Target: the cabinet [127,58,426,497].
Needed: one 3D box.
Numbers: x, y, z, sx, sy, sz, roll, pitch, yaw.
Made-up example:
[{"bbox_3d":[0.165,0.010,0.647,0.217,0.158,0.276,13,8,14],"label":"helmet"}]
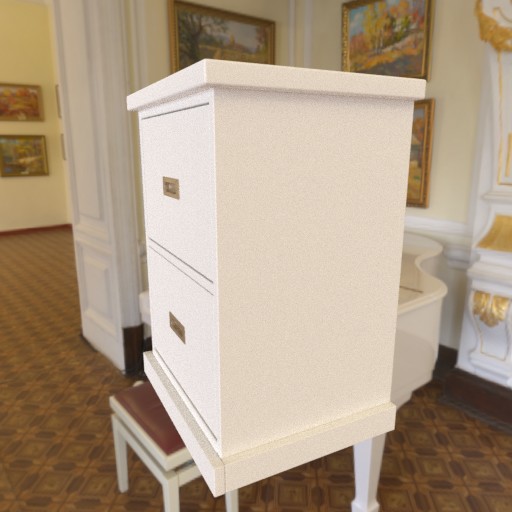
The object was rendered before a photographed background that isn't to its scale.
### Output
[{"bbox_3d":[0.000,0.000,1.017,0.431,0.723,0.520,-7,15,-26],"label":"cabinet"}]
